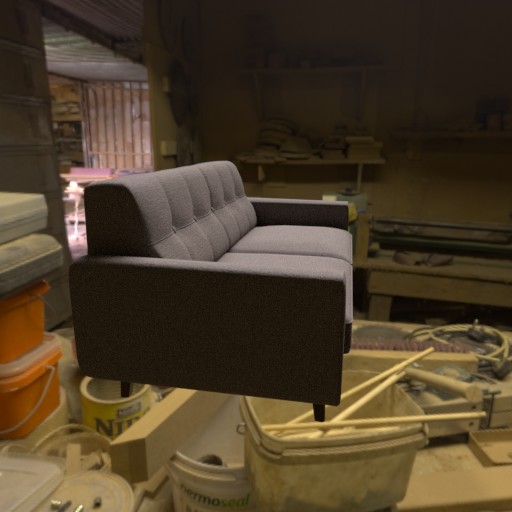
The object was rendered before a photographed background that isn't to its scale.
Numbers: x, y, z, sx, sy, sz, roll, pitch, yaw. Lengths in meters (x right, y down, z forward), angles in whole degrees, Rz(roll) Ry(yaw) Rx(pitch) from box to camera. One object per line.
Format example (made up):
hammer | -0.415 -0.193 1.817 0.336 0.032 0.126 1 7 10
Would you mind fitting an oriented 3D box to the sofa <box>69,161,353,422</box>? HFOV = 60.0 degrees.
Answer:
sofa | 0.000 0.000 2.129 0.909 0.841 1.631 3 15 11
